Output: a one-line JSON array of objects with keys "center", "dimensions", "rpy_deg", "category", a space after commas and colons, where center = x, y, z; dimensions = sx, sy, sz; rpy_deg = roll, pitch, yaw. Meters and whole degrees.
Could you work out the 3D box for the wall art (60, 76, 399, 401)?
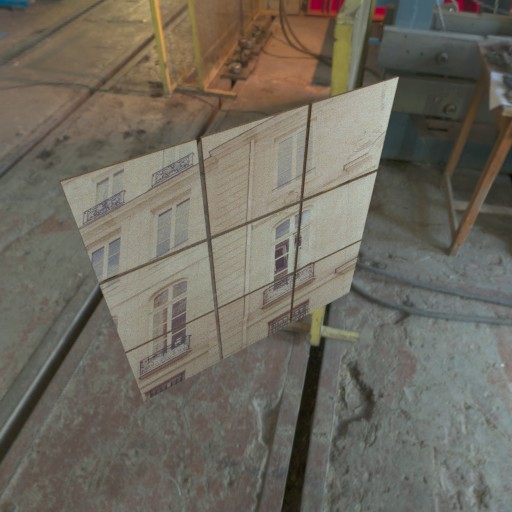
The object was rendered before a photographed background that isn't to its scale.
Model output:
[{"center": [0.000, 0.000, 2.284], "dimensions": [1.526, 1.522, 0.023], "rpy_deg": [-24, 50, -22], "category": "wall art"}]
